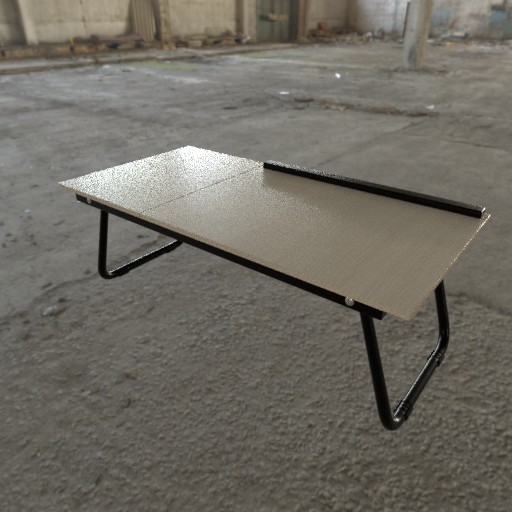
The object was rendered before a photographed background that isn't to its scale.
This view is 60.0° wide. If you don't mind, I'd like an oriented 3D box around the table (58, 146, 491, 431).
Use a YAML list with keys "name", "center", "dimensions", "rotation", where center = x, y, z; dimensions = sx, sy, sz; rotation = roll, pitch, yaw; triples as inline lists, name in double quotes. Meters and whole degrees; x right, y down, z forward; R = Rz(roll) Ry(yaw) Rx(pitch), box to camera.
- name: "table"
  center: [0.000, 0.000, 0.777]
  dimensions: [0.644, 0.242, 0.322]
  rotation: [20, 35, 33]
